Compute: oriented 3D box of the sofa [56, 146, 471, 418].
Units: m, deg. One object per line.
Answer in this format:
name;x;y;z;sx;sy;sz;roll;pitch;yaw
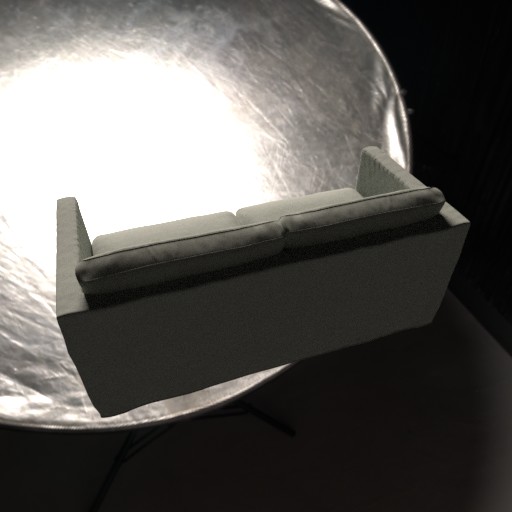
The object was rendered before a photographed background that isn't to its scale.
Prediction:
sofa;0.000;0.000;2.471;1.987;0.870;0.940;-12;41;-15
